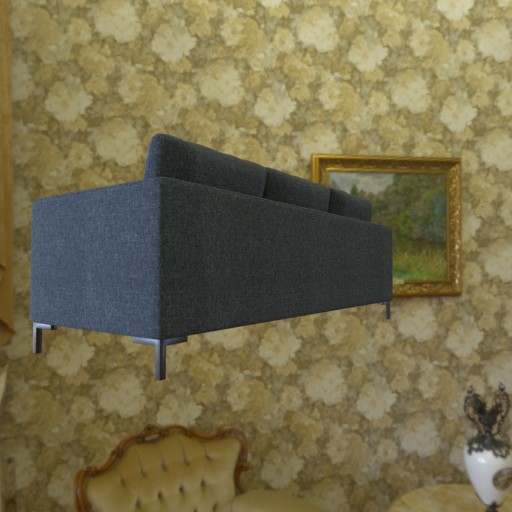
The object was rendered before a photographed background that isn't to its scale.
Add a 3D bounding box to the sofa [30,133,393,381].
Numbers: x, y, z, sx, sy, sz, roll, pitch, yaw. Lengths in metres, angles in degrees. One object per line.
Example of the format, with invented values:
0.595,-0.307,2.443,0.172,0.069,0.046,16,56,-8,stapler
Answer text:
0.000,0.000,2.572,0.859,0.874,2.218,-1,-2,36,sofa
